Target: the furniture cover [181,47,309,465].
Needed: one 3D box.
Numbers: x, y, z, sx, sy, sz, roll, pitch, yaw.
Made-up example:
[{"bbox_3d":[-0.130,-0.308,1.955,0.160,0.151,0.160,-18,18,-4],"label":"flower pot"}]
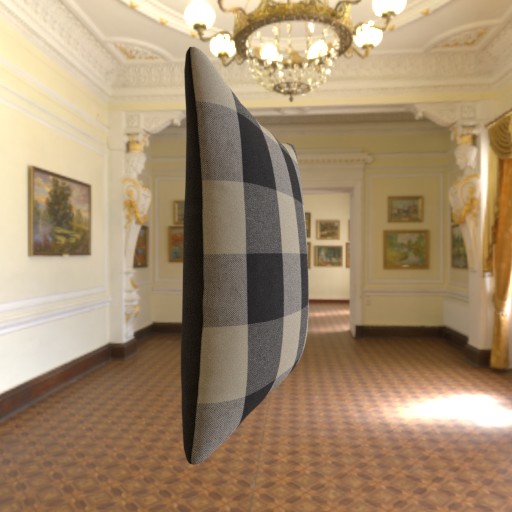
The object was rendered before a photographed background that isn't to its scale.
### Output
[{"bbox_3d":[0.000,0.000,0.775,0.161,0.509,0.511,0,0,18],"label":"furniture cover"}]
